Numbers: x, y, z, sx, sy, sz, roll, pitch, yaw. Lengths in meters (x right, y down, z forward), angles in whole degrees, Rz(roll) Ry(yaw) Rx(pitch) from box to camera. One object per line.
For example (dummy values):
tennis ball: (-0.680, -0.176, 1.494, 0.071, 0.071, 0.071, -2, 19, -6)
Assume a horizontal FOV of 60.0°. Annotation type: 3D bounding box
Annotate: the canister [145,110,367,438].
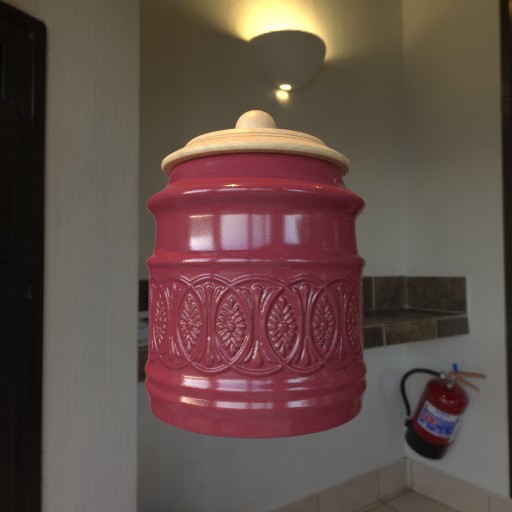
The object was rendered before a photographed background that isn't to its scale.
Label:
canister: (0.000, 0.000, 0.269, 0.130, 0.176, 0.130, 0, -2, 0)
